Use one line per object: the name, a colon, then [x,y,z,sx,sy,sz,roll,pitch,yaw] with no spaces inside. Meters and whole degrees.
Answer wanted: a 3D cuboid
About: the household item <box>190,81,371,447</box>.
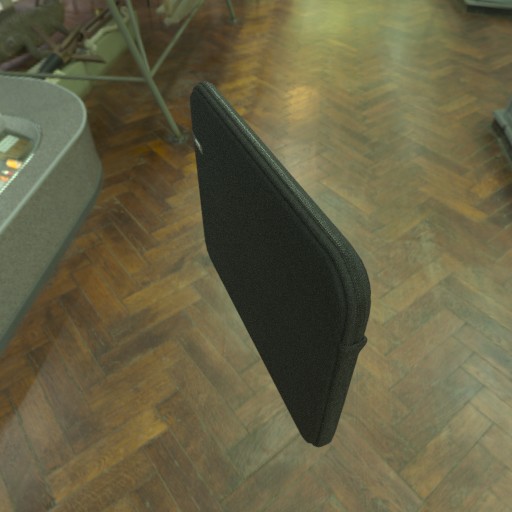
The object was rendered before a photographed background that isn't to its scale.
household item: [0.000,0.000,0.533,0.030,0.305,0.396,-17,47,-17]
